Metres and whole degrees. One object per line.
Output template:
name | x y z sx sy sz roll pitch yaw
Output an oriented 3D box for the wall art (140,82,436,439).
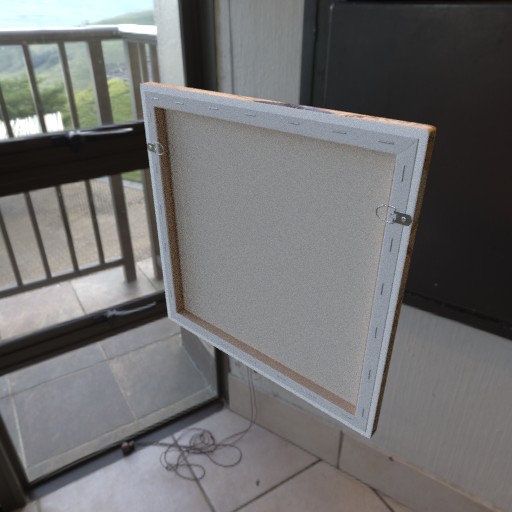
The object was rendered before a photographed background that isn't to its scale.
wall art | 0.000 0.000 1.354 0.912 0.914 0.039 22 37 34
